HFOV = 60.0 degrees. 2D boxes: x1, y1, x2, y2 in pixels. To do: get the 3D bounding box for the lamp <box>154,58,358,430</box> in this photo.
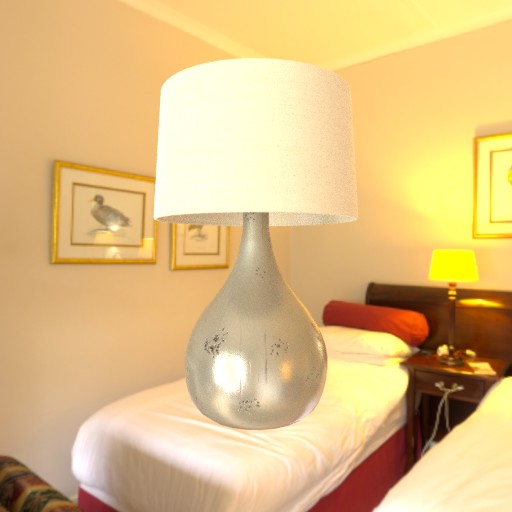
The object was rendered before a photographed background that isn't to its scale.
[{"bbox_3d":[0.000,0.000,0.734,0.330,0.521,0.330,0,1,0],"label":"lamp"}]
